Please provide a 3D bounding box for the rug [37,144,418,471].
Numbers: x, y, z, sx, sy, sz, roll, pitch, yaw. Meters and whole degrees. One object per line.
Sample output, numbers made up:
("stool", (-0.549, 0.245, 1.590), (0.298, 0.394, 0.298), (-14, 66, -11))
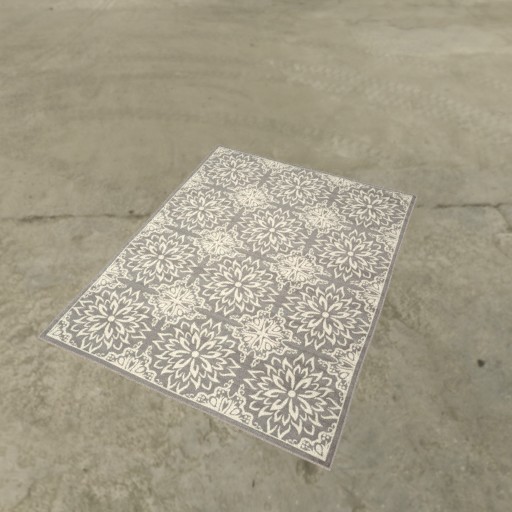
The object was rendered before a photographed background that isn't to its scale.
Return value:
("rug", (0.000, 0.000, 4.021), (2.363, 0.012, 2.980), (18, 49, 17))
